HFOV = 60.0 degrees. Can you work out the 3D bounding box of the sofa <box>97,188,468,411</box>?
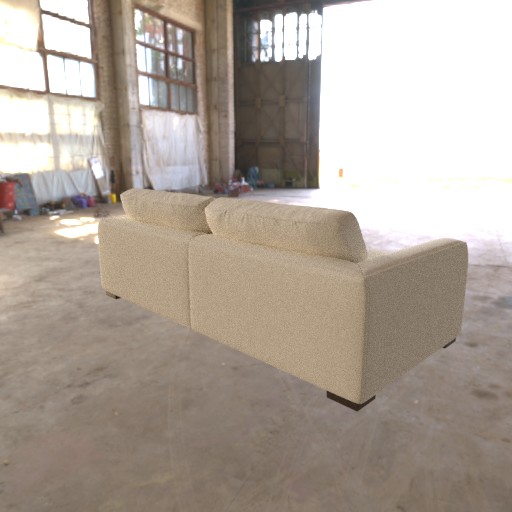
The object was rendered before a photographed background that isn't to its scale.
[{"bbox_3d":[0.000,0.000,2.827,1.070,0.801,2.262,-12,18,-43],"label":"sofa"}]
